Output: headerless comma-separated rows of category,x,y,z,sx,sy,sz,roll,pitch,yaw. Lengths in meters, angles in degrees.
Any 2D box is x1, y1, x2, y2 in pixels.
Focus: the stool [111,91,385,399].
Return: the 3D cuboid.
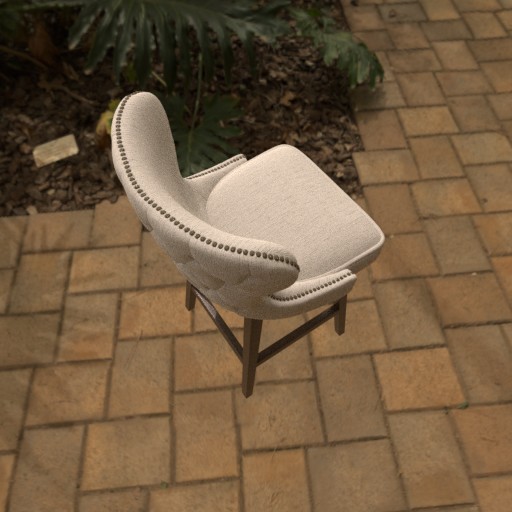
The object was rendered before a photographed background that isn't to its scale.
stool,0.000,0.000,1.345,0.597,0.972,0.615,-30,61,-18
